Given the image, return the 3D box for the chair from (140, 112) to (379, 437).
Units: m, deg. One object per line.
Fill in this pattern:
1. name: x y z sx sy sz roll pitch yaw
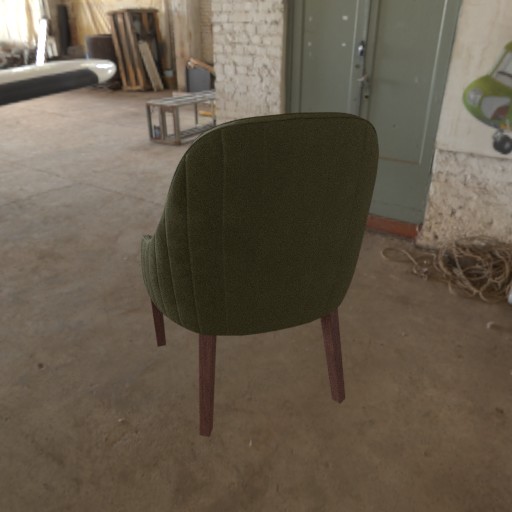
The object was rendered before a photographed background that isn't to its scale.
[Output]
1. chair: 0.000 0.000 1.293 0.643 0.889 0.575 -8 28 -16
